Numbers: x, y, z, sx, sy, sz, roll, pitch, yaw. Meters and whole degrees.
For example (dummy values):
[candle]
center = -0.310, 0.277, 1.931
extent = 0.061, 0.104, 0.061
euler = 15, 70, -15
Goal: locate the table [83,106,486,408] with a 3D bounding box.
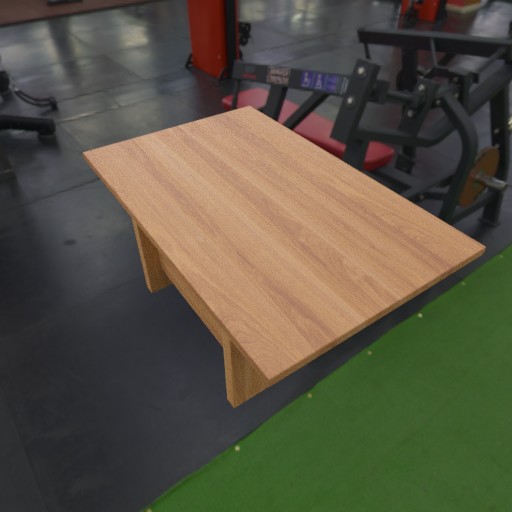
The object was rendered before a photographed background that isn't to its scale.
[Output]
[table]
center = 0.000, 0.000, 1.513
extent = 0.700, 0.510, 1.100
euler = -25, 47, -25
